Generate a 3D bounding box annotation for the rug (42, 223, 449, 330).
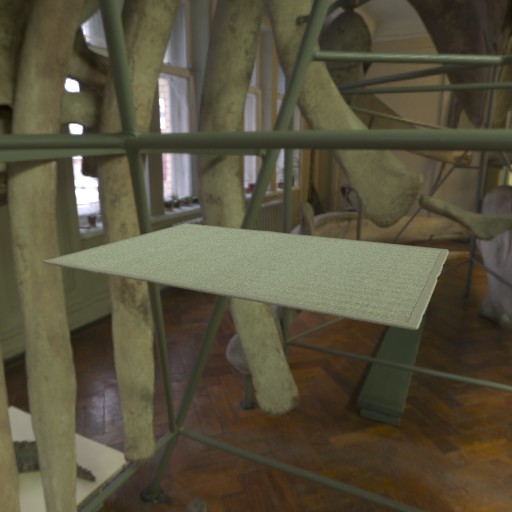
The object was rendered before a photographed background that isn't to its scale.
[{"bbox_3d":[0.000,0.000,2.989,2.290,0.021,1.540,7,16,26],"label":"rug"}]
